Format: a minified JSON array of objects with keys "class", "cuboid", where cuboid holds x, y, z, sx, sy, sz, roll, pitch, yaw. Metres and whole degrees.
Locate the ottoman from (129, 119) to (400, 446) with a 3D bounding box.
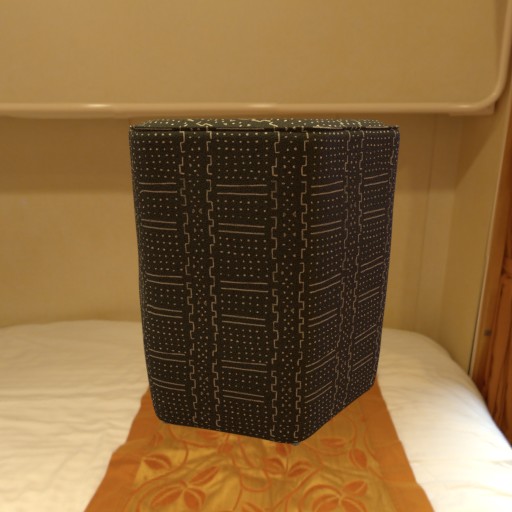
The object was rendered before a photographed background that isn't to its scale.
[{"class":"ottoman","cuboid":[0.000,0.000,0.854,0.443,0.502,0.494,15,23,42]}]
